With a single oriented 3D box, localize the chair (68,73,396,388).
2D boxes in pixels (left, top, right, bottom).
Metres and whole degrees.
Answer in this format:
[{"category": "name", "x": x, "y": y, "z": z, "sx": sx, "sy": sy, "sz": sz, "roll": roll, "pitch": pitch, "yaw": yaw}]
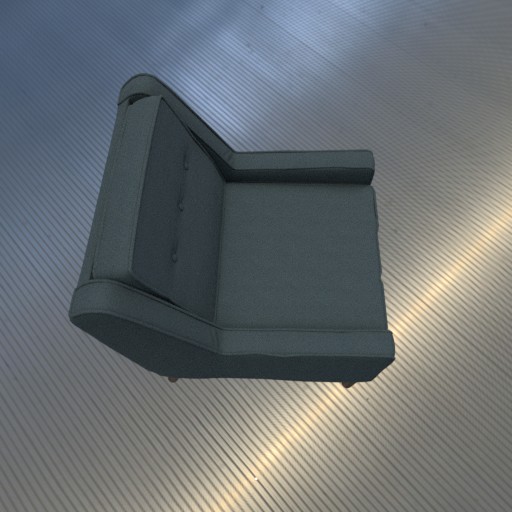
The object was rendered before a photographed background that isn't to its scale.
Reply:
[{"category": "chair", "x": 0.000, "y": 0.000, "z": 1.307, "sx": 0.733, "sy": 0.780, "sz": 0.663, "roll": 2, "pitch": 63, "yaw": 1}]
